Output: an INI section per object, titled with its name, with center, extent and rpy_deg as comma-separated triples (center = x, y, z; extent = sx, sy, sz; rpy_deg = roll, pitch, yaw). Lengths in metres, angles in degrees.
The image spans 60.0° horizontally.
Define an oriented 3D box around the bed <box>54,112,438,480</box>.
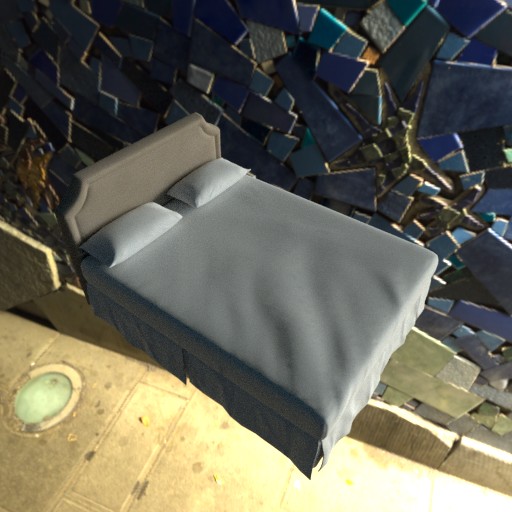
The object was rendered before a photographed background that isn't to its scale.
[bed]
center = 0.000, 0.000, 3.613
extent = 2.498, 1.293, 1.977
rpy_deg = 27, 49, 26
